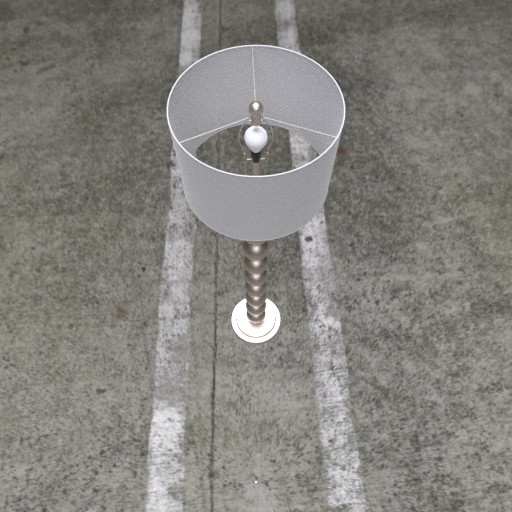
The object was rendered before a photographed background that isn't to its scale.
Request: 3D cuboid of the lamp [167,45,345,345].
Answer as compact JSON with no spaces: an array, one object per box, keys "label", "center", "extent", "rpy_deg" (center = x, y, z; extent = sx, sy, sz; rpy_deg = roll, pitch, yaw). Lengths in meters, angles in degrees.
[{"label":"lamp","center":[0.000,0.000,1.624],"extent":[0.394,1.474,0.394],"rpy_deg":[-2,63,-1]}]
